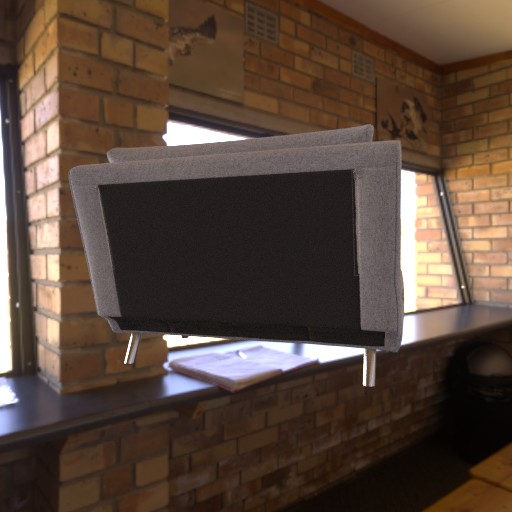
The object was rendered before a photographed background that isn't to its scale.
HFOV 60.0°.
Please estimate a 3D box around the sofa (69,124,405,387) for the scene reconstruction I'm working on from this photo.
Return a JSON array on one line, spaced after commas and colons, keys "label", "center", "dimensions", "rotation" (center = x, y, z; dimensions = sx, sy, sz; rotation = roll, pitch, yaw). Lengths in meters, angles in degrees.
[{"label": "sofa", "center": [0.000, 0.000, 1.923], "dimensions": [1.220, 0.910, 0.910], "rotation": [0, 0, 19]}]
